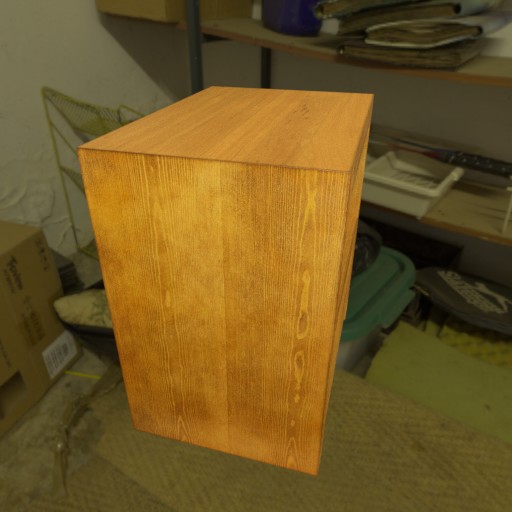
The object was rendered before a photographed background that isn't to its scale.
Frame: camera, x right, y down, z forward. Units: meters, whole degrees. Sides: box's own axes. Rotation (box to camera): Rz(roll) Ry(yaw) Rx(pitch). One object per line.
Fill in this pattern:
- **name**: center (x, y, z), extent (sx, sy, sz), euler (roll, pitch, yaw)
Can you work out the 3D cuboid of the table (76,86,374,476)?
- **table**: center (0.000, 0.000, 0.973), extent (0.400, 0.605, 0.550), euler (8, 31, 14)
